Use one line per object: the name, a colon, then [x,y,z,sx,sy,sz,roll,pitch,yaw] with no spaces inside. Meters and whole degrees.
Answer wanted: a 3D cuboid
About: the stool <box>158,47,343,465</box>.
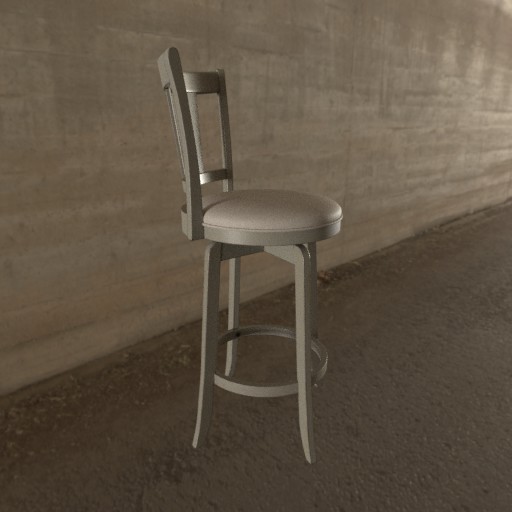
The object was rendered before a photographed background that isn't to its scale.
stool: [0.000,0.000,1.271,0.475,1.042,0.436,3,17,10]
